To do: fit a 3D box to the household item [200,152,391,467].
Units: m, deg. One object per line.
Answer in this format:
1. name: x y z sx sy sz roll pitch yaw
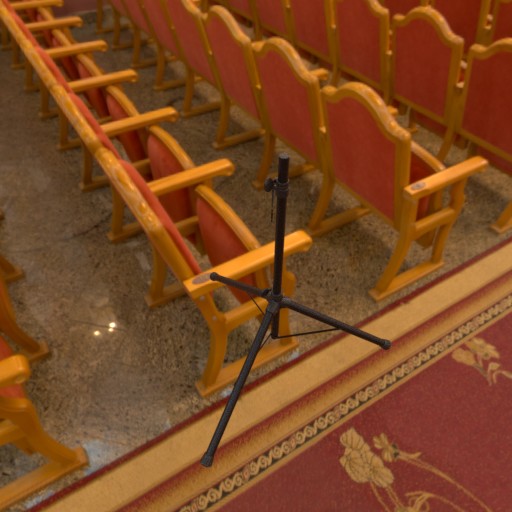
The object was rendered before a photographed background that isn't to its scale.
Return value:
1. household item: 0.000 0.000 1.828 1.045 1.136 0.907 -24 51 -21
